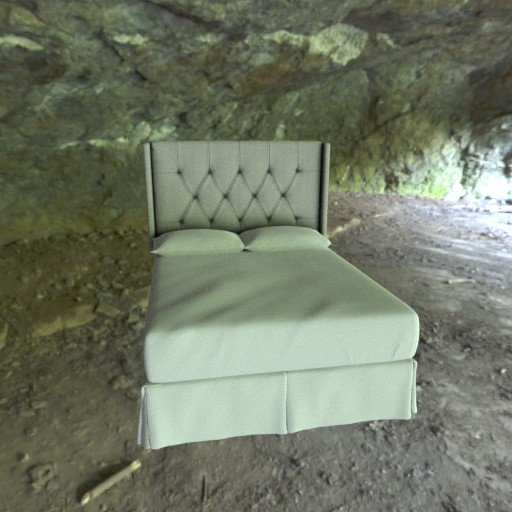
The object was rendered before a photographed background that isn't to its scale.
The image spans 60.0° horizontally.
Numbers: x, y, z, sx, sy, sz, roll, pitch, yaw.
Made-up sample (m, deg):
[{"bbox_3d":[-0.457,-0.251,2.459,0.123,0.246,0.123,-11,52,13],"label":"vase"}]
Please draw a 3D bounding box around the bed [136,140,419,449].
[{"bbox_3d":[0.000,0.000,3.346,1.719,1.665,2.066,-3,15,-10],"label":"bed"}]
